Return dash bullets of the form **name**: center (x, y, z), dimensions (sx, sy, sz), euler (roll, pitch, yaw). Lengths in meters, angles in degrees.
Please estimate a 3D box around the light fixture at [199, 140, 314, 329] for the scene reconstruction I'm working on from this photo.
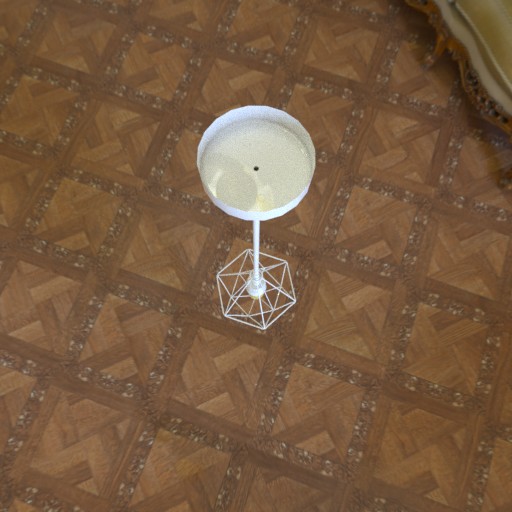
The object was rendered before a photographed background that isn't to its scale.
- **light fixture**: center (0.000, 0.000, 1.943), dimensions (0.487, 1.764, 0.431), euler (18, 75, 5)
